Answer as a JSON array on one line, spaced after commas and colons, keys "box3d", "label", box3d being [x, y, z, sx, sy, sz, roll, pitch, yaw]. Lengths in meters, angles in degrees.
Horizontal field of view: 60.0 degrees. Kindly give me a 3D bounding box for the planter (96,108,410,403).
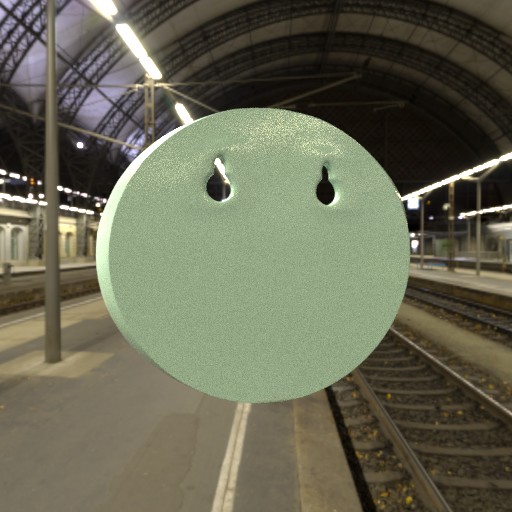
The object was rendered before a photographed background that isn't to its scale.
[{"box3d": [0.000, 0.000, 0.279, 0.189, 0.164, 0.073, 0, 1, -18], "label": "planter"}]
